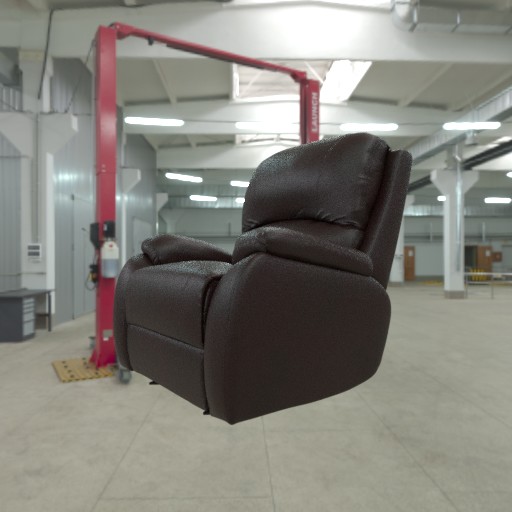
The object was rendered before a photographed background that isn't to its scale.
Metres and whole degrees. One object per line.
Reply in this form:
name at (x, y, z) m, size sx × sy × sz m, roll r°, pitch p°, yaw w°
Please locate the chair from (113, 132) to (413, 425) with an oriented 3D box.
chair at (0.000, 0.000, 1.799) m, size 0.899 × 1.011 × 0.930 m, roll 0°, pitch 0°, yaw -37°
